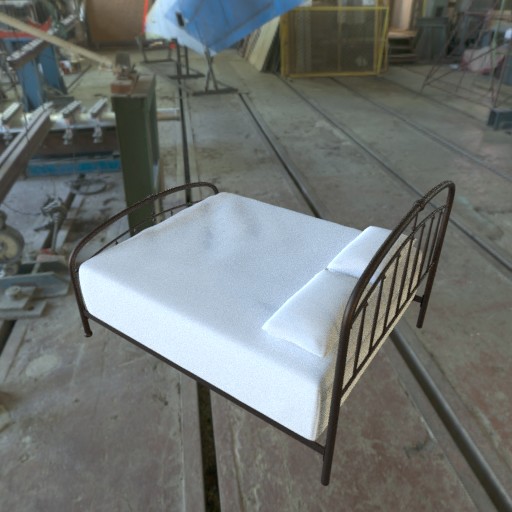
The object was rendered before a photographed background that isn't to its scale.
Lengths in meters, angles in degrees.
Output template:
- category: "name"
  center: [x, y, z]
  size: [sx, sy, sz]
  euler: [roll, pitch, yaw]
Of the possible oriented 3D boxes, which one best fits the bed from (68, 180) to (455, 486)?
- category: "bed"
  center: [0.000, 0.000, 3.227]
  size: [2.180, 1.425, 1.711]
  euler: [20, 37, 30]
